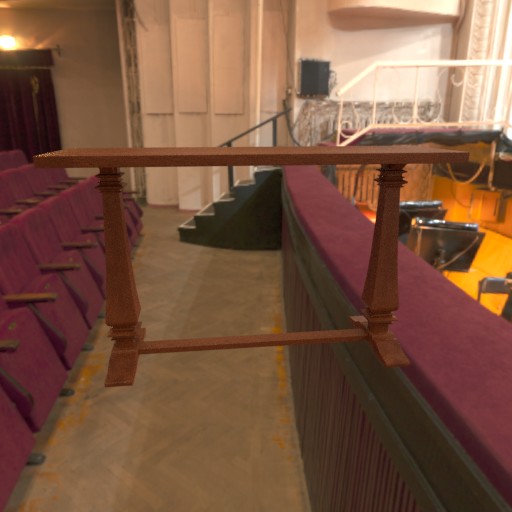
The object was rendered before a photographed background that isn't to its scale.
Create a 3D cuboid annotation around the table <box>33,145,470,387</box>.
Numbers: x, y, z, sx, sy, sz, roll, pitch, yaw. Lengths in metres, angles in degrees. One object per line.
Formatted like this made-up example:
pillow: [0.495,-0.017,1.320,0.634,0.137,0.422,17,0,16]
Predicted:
table: [0.000,0.000,1.827,1.478,0.852,0.461,-2,17,-7]
